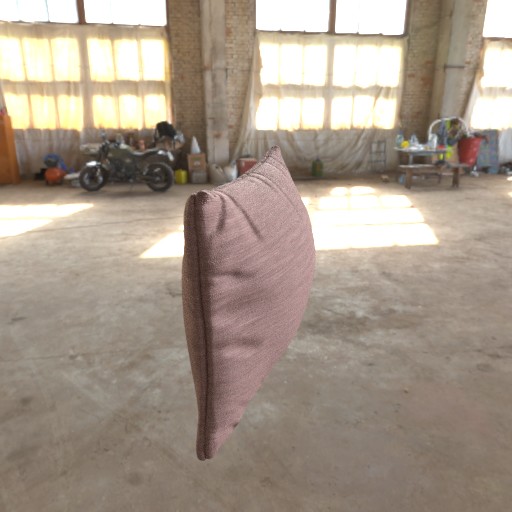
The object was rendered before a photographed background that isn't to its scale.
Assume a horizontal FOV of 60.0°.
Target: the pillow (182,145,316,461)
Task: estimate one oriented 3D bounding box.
[{"bbox_3d":[0.000,0.000,0.791,0.210,0.338,0.633,3,18,9],"label":"pillow"}]
